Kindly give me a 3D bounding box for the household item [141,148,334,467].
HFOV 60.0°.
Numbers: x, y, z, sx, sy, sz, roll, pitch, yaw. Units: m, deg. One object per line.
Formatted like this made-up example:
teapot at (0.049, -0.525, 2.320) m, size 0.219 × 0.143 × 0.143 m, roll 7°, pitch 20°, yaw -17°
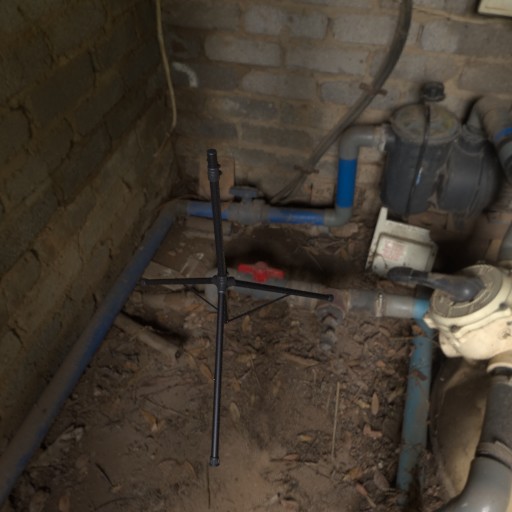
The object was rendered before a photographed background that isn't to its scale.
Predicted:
household item at (0.000, 0.000, 2.711) m, size 1.339 × 1.595 × 1.596 m, roll -18°, pitch 49°, yaw -16°
